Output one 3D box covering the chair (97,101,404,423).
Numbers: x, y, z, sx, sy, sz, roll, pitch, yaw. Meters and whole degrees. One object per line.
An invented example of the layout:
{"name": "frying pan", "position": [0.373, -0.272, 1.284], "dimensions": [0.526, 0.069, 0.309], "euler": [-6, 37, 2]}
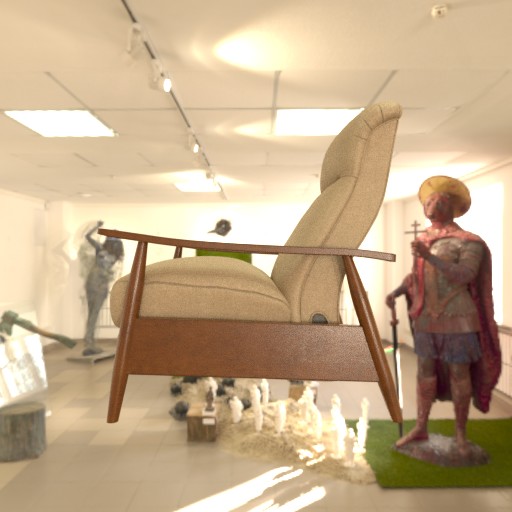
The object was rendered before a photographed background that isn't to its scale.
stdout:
{"name": "chair", "position": [0.000, 0.000, 1.802], "dimensions": [1.030, 1.082, 0.762], "euler": [0, 0, 0]}
